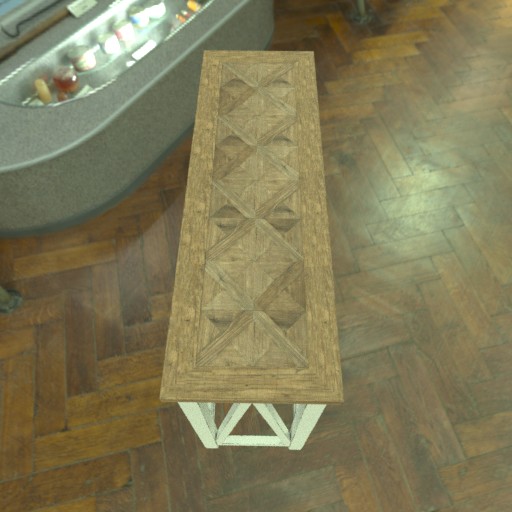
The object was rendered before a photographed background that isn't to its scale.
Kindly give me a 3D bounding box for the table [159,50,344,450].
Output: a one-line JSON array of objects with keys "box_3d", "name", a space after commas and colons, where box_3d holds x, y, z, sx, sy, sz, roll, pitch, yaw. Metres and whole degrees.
[{"box_3d": [0.000, 0.000, 1.841, 0.450, 0.930, 1.400, 1, 58, 0], "name": "table"}]
